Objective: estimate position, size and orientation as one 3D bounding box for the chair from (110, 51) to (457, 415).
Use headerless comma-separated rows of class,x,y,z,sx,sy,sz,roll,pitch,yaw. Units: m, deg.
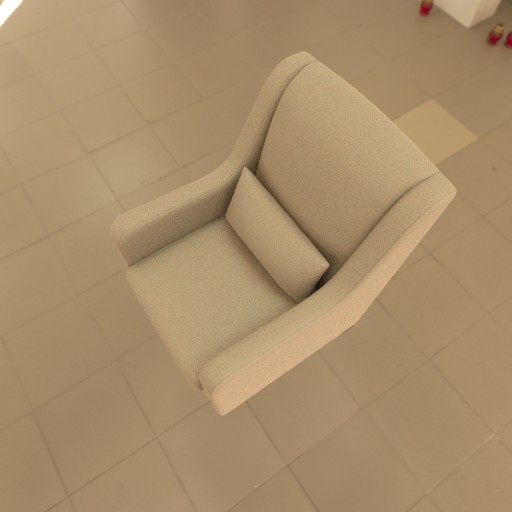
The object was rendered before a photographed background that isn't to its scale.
chair,0.000,0.000,1.663,0.896,1.017,0.715,-31,67,-15
